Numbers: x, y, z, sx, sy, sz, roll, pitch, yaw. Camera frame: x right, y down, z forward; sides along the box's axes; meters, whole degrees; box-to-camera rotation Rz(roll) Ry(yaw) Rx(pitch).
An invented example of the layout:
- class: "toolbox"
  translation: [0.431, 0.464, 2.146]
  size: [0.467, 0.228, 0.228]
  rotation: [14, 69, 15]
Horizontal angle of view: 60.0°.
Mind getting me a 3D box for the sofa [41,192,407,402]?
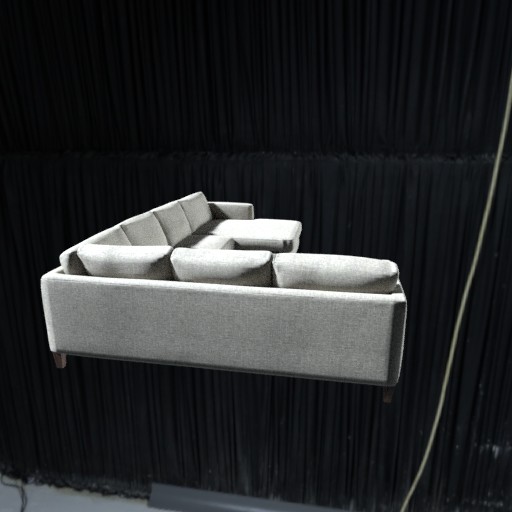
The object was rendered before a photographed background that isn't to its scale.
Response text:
- class: "sofa"
  translation: [0.000, 0.000, 4.655]
  size: [2.593, 0.959, 3.460]
  rotation: [3, 16, 10]
